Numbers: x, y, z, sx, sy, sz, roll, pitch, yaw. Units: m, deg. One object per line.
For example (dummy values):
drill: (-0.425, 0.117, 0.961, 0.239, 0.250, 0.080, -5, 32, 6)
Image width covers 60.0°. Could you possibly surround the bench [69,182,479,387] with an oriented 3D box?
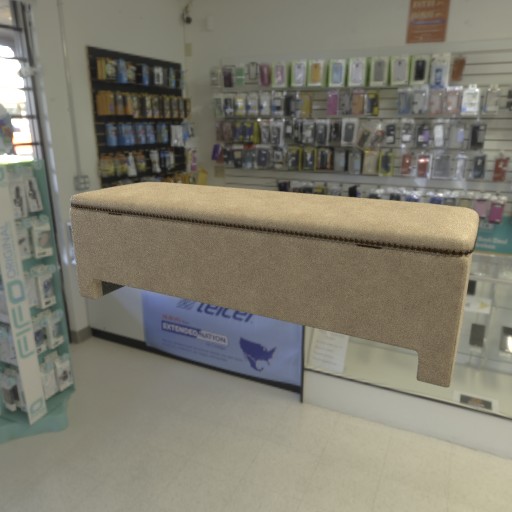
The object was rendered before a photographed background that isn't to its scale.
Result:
bench: (0.000, 0.000, 1.694, 1.482, 0.447, 0.470, 9, 19, 26)
